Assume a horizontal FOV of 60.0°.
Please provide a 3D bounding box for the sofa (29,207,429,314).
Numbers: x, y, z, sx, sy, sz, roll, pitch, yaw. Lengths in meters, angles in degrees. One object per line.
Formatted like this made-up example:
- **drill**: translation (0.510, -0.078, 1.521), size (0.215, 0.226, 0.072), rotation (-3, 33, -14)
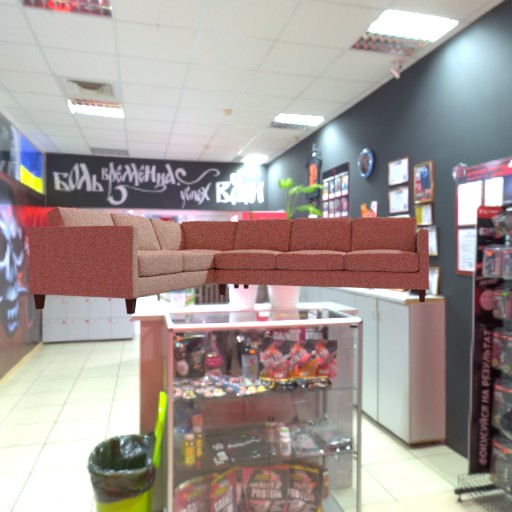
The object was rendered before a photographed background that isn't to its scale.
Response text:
- **sofa**: translation (0.000, 0.000, 4.311), size (3.182, 0.863, 2.432), rotation (0, 1, 18)
